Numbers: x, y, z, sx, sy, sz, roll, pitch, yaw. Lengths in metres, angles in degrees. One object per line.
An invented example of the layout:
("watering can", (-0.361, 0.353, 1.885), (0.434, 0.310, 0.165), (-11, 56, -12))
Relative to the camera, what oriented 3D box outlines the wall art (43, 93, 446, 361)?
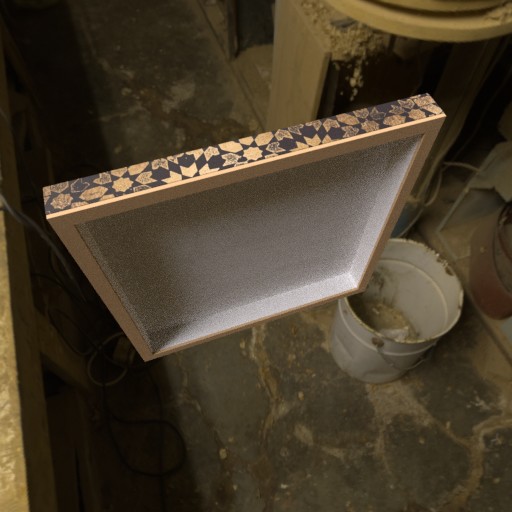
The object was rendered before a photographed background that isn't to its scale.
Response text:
("wall art", (0.000, 0.000, 0.608), (0.405, 0.405, 0.038), (-16, 60, -10))
